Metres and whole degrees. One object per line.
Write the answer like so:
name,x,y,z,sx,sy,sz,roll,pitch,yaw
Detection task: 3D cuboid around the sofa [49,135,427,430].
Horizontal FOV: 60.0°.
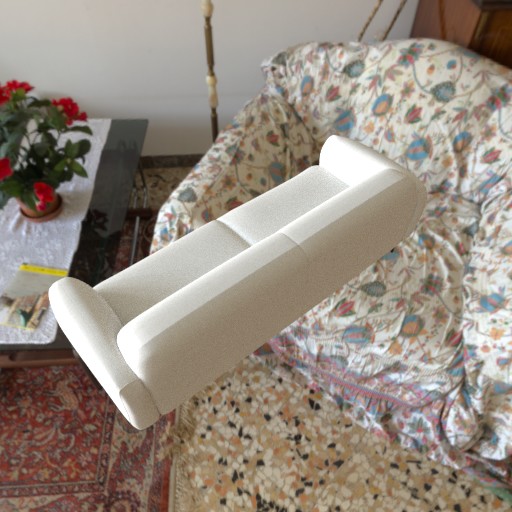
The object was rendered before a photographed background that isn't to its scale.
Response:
sofa,0.000,0.000,2.705,2.257,0.780,0.880,-32,56,-25
